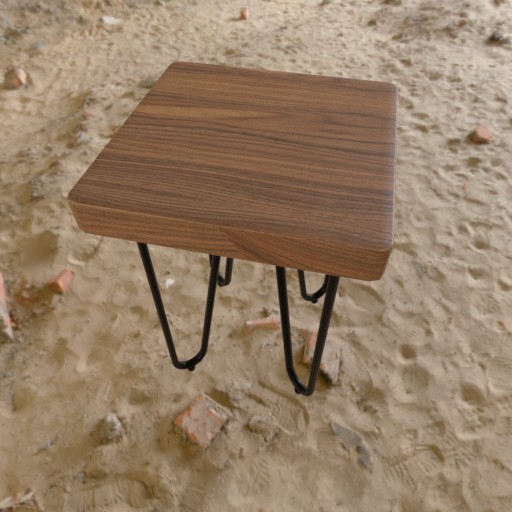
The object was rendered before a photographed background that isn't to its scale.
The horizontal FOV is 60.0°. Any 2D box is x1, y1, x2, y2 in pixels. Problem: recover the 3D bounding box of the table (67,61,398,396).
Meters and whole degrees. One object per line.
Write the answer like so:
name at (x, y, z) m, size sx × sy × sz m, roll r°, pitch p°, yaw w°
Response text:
table at (0.000, 0.000, 1.010) m, size 0.480 × 0.641 × 0.479 m, roll 10°, pitch 49°, yaw 9°
